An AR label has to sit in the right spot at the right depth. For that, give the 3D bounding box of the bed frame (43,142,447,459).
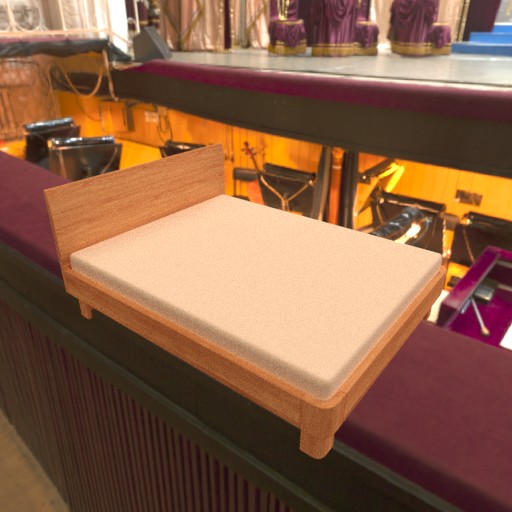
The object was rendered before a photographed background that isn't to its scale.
[{"bbox_3d":[0.000,0.000,3.001,2.092,0.940,1.660,20,33,33],"label":"bed frame"}]
